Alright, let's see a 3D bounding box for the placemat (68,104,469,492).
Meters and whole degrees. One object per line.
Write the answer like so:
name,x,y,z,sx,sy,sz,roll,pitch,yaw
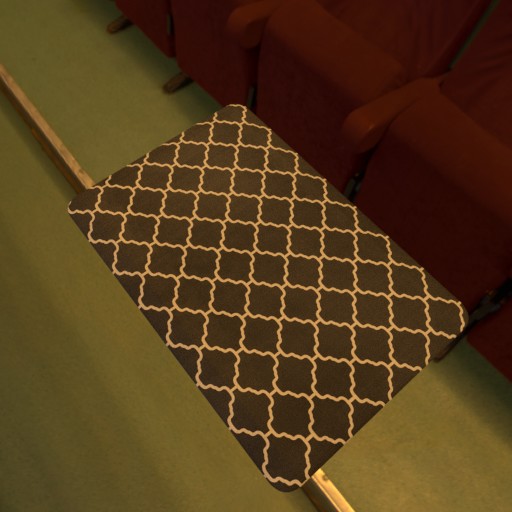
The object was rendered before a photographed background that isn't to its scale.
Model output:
placemat,0.000,0.000,0.934,0.508,0.021,0.762,-36,69,-17
